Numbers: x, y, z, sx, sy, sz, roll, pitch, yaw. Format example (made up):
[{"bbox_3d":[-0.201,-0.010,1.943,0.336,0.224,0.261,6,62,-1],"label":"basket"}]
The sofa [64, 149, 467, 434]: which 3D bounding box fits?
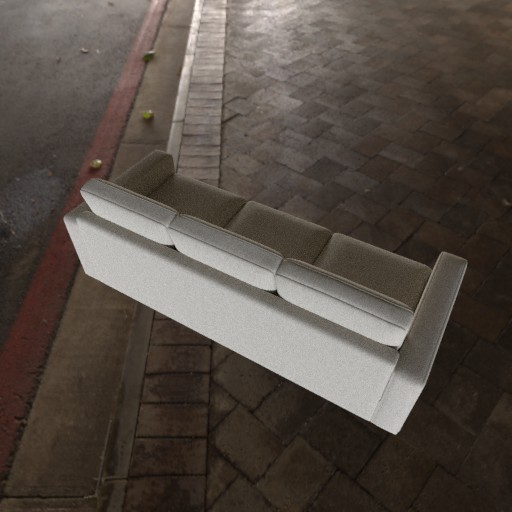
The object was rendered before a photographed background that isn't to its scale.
[{"bbox_3d":[0.000,0.000,2.614,2.160,0.800,0.900,23,50,21],"label":"sofa"}]
